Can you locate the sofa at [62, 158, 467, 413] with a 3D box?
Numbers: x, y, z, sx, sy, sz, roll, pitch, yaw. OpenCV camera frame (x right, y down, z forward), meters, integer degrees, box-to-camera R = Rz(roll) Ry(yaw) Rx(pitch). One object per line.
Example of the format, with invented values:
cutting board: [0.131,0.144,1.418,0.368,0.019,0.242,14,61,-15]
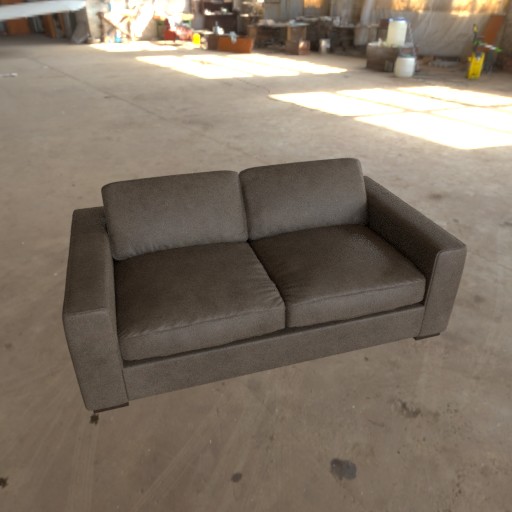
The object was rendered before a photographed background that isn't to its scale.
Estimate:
sofa: [0.000,0.000,2.464,1.920,0.800,1.070,-9,32,-14]
